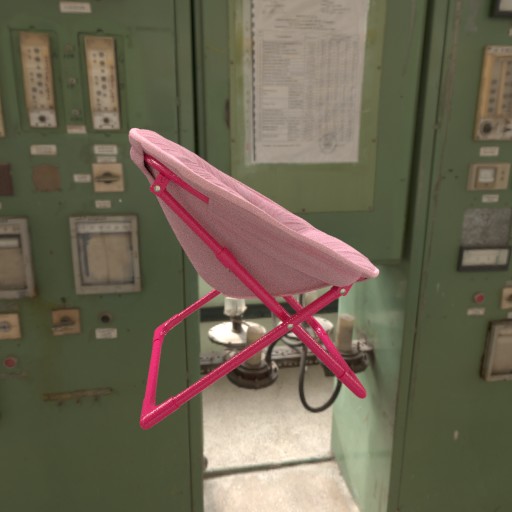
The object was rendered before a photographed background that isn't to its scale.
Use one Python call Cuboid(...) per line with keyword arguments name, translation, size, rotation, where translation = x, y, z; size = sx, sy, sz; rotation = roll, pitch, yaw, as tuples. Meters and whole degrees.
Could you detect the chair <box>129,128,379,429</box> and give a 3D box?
Cuboid(name="chair", translation=(0.000, 0.000, 0.892), size=(0.459, 0.494, 0.522), rotation=(-2, 16, -8))
